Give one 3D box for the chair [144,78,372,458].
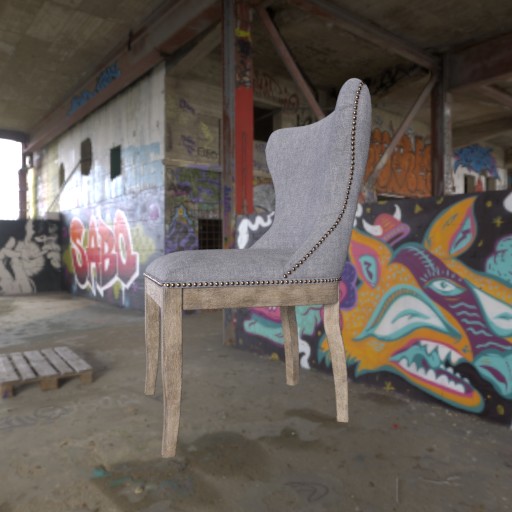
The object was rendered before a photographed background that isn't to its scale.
[{"bbox_3d":[0.000,0.000,1.459,0.681,1.002,0.654,0,1,-19],"label":"chair"}]
